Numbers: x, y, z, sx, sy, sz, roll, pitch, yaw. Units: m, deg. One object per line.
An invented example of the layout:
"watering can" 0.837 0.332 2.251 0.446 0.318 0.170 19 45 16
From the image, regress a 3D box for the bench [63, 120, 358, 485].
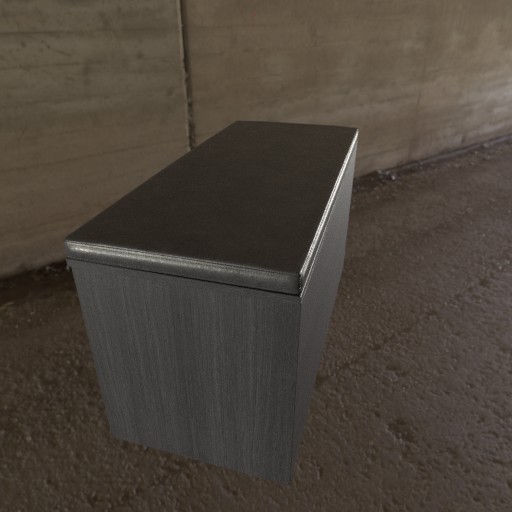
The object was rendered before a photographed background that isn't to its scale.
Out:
"bench" 0.000 0.000 1.172 0.401 0.501 0.905 8 31 14
